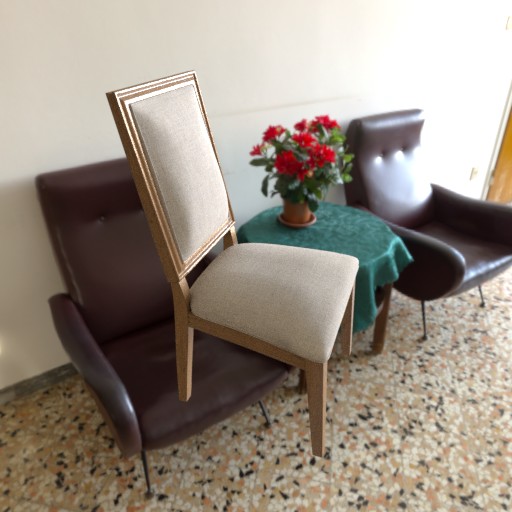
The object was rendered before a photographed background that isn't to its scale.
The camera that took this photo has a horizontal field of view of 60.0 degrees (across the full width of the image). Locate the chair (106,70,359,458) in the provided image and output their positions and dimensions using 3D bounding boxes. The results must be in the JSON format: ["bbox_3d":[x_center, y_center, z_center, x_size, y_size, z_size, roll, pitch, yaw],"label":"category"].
[{"bbox_3d":[0.000,0.000,1.357,0.601,0.988,0.536,10,31,18],"label":"chair"}]
